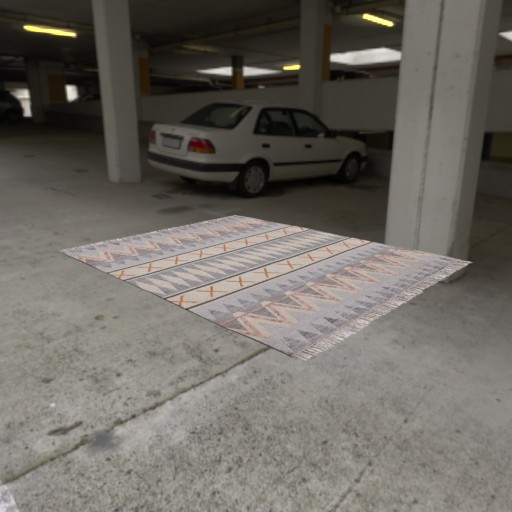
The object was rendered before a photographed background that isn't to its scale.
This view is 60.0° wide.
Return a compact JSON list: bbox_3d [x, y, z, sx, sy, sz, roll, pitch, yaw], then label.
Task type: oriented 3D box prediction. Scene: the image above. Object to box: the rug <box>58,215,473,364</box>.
[{"bbox_3d":[0.000,0.000,4.022,3.000,0.012,2.371,15,23,42],"label":"rug"}]
